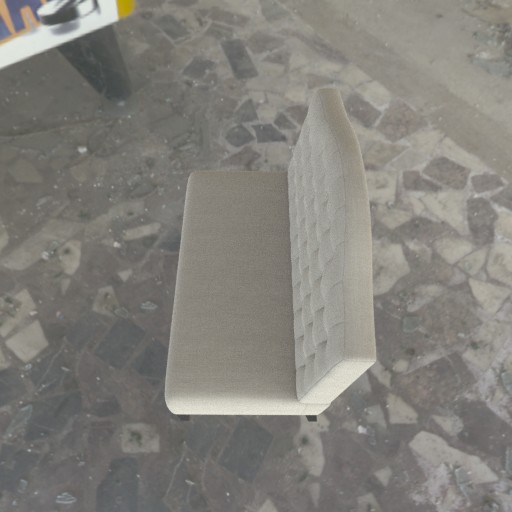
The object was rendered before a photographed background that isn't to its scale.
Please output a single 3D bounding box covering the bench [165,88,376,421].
[{"bbox_3d":[0.000,0.000,2.134,0.815,1.180,1.335,0,59,0],"label":"bench"}]
